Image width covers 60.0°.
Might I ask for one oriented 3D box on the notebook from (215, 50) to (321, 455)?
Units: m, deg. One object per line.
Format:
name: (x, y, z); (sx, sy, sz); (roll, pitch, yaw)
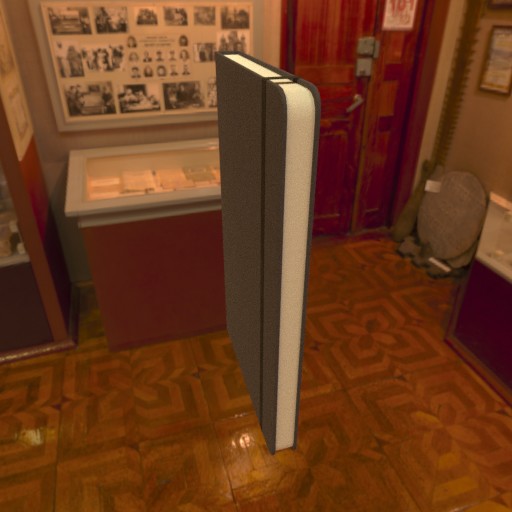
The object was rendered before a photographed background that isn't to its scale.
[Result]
notebook: (0.000, 0.000, 0.266); (0.016, 0.213, 0.127); (-8, 32, -13)
